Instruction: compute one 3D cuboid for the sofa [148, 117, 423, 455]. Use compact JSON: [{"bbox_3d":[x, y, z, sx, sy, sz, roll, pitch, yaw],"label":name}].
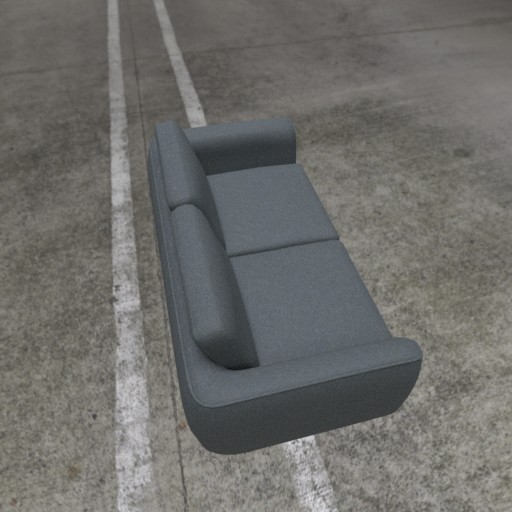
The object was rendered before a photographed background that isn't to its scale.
[{"bbox_3d":[0.000,0.000,2.196,0.920,0.850,1.700,-11,49,-9],"label":"sofa"}]
